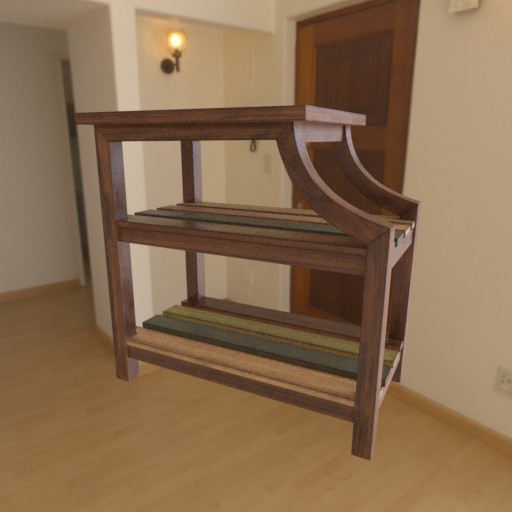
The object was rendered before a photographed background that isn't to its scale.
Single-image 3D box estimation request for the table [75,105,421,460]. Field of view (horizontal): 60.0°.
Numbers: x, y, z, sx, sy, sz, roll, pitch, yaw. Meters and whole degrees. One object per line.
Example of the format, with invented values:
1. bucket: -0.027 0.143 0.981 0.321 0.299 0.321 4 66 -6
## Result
1. table: 0.000 0.000 0.951 0.609 0.584 0.356 8 17 26
